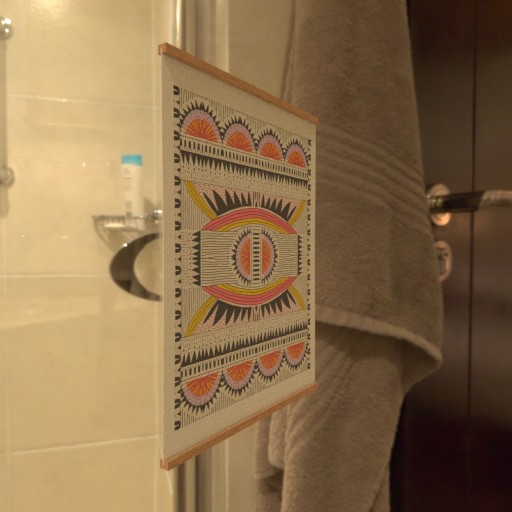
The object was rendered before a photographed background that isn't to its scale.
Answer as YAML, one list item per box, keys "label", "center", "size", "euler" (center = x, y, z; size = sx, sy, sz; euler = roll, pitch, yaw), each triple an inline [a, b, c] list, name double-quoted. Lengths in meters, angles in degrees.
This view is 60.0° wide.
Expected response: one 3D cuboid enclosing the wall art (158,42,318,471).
- label: "wall art"
  center: [0.000, 0.000, 1.365]
  size: [0.028, 1.016, 0.765]
  euler: [1, 2, 36]
